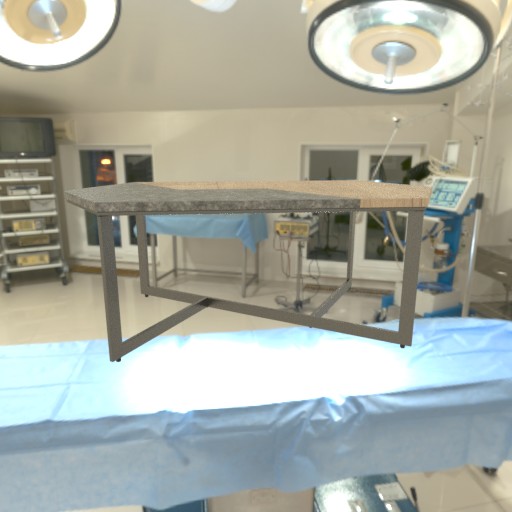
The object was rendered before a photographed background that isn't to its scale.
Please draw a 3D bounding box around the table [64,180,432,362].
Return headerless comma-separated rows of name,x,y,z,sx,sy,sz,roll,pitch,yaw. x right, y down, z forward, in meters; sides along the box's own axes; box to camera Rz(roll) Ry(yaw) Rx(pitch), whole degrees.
table,0.000,0.000,1.517,1.219,0.457,0.609,-2,14,-6
